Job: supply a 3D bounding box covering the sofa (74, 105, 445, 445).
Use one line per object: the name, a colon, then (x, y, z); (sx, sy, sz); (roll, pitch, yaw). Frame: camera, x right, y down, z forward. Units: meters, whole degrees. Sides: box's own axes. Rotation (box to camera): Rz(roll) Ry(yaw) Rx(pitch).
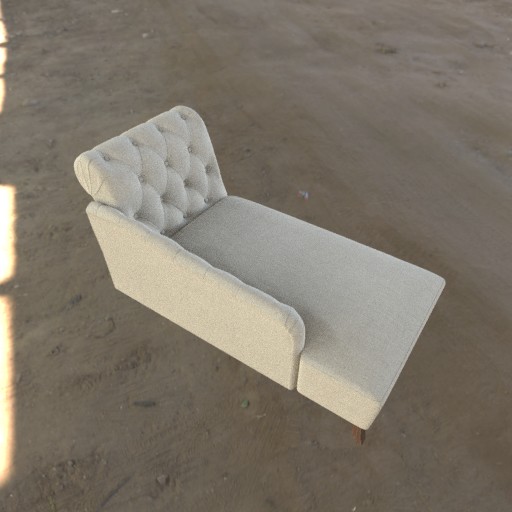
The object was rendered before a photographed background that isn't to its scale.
sofa: (0.000, 0.000, 1.821); (1.379, 0.787, 0.675); (24, 47, 25)
